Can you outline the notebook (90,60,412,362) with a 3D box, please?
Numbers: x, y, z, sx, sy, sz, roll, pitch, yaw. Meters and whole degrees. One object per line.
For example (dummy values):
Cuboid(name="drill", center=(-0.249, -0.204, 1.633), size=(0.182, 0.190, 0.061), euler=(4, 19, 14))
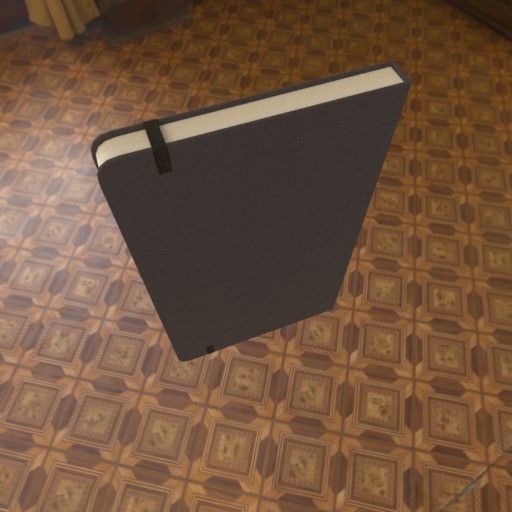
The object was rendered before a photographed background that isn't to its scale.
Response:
Cuboid(name="notebook", center=(0.000, 0.000, 0.258), size=(0.127, 0.213, 0.016), euler=(-18, 60, -11))
